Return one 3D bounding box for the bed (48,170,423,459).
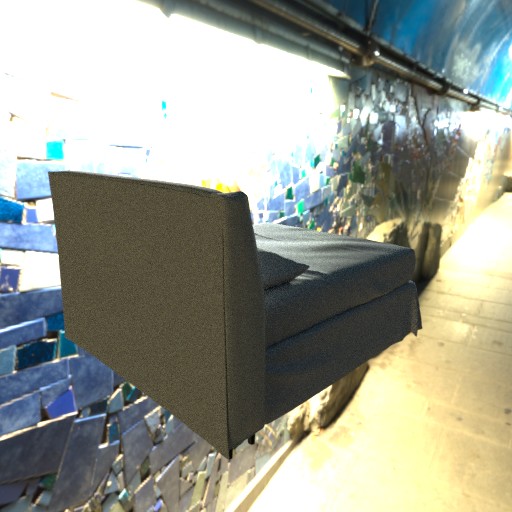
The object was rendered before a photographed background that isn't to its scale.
[{"bbox_3d":[0.000,0.000,3.384,2.276,1.332,1.925,-14,21,-43],"label":"bed"}]
